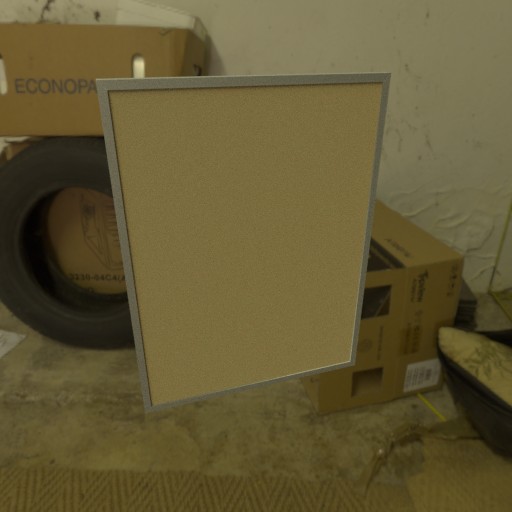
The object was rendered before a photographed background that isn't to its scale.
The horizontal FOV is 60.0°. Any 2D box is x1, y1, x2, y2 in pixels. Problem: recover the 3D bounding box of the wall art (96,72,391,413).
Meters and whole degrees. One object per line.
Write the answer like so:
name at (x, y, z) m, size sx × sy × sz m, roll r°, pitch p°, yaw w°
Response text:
wall art at (0.000, 0.000, 1.378) m, size 0.789 × 1.042 × 0.034 m, roll -8°, pitch 27°, yaw -16°
